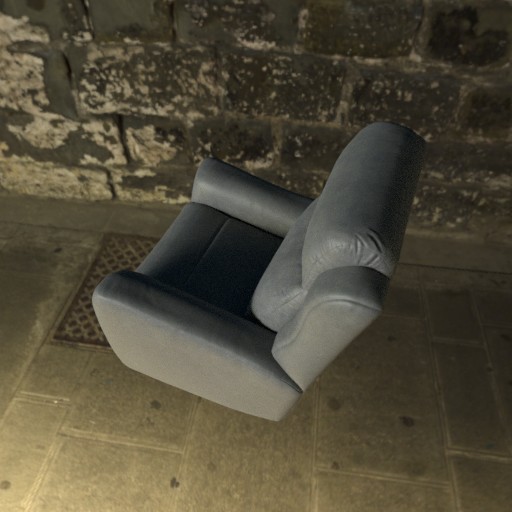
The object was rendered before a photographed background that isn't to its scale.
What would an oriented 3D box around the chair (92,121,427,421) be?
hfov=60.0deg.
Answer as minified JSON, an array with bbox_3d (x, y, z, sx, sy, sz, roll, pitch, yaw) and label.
[{"bbox_3d":[0.000,0.000,1.864,1.068,1.116,0.965,17,50,15],"label":"chair"}]
